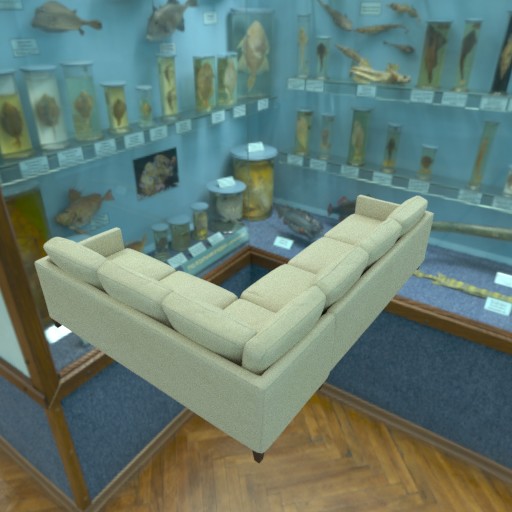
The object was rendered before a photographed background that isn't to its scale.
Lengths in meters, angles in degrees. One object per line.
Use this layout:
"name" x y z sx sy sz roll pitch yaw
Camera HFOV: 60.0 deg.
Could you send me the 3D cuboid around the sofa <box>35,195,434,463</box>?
"sofa" 0.000 0.000 4.563 2.593 0.947 3.302 20 36 31
